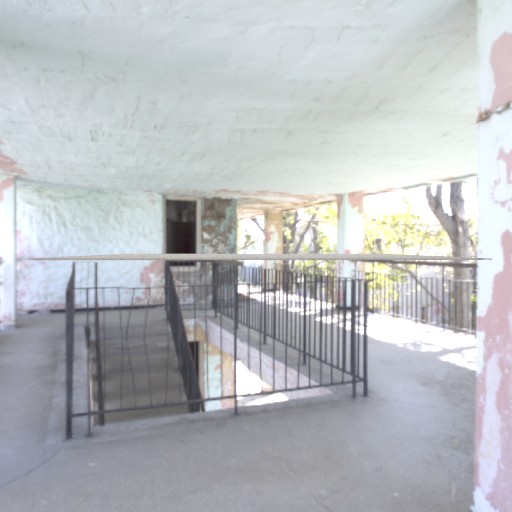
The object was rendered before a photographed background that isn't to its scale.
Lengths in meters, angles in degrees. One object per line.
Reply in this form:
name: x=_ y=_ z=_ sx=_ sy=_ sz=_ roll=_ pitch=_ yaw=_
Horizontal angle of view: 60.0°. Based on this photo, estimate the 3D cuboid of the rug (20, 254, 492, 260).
rug: x=0.000 y=0.000 z=4.031 sx=3.043 sy=0.013 sz=2.444 roll=0 pitch=1 yaw=0
